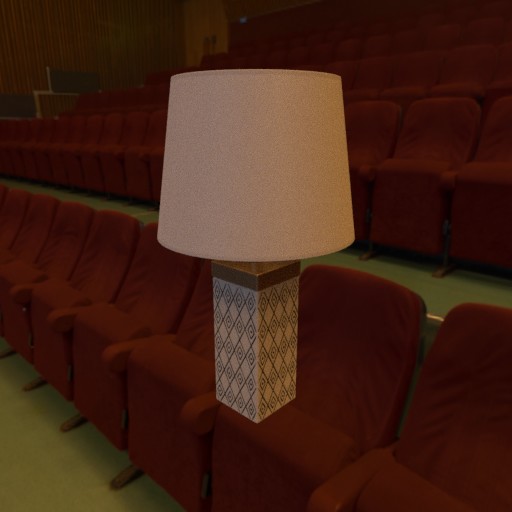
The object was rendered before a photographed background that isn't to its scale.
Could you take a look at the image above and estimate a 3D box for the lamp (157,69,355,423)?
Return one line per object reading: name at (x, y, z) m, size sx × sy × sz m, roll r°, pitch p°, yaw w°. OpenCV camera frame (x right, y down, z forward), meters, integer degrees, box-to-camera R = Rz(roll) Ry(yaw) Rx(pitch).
lamp at (0.000, 0.000, 0.585) m, size 0.251 × 0.435 × 0.251 m, roll 0°, pitch 17°, yaw 0°
